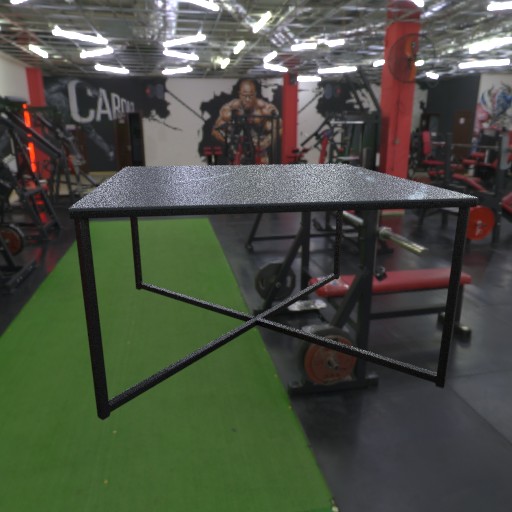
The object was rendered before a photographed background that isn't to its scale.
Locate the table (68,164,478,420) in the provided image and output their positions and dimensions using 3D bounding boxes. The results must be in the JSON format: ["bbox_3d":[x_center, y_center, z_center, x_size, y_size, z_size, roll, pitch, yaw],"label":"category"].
[{"bbox_3d":[0.000,0.000,1.291,0.800,0.450,0.800,-3,17,-8],"label":"table"}]
